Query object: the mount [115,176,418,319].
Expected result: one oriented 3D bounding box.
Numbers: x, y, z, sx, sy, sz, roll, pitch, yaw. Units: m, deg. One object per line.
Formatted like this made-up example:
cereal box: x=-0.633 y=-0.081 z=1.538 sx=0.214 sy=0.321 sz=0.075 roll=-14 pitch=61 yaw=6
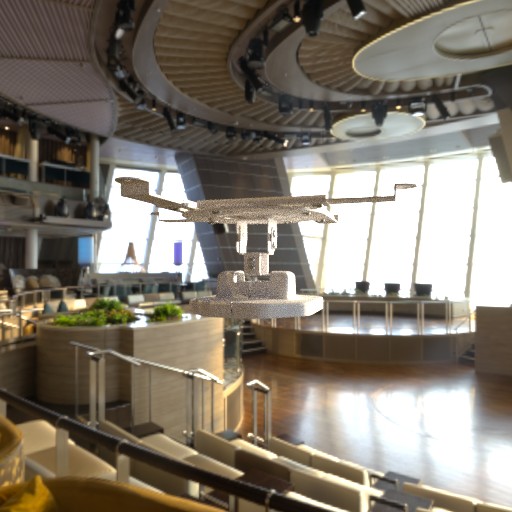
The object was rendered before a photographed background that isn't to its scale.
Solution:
mount: x=0.000 y=0.000 z=0.580 sx=0.394 sy=0.141 sz=0.394 roll=0 pitch=-1 yaw=18
